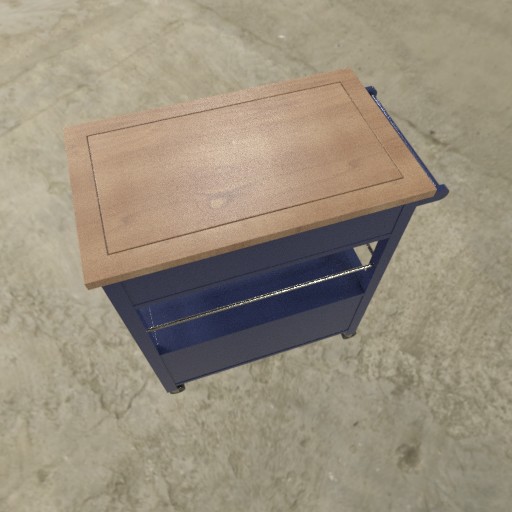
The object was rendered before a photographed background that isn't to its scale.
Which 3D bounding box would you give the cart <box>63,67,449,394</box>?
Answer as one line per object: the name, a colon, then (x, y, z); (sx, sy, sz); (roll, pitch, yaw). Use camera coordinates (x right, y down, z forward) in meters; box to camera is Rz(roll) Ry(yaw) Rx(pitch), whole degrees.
cart: (0.000, 0.000, 1.412); (0.840, 0.901, 0.459); (-15, 59, -10)
